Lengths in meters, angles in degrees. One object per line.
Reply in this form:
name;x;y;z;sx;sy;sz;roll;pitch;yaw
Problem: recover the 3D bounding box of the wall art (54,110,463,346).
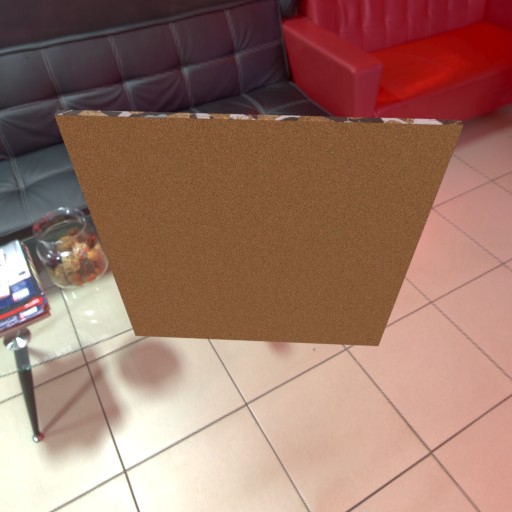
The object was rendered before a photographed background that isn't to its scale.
wall art;0.000;0.000;0.589;0.404;0.406;0.010;2;47;2
